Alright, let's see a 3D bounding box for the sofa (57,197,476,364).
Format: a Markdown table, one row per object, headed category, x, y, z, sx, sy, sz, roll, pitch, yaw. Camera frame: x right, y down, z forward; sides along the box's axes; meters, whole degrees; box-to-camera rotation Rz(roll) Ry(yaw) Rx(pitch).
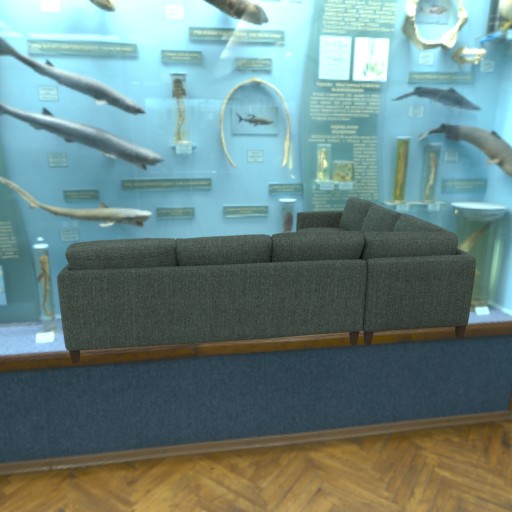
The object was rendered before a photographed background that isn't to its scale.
| category | x | y | z | sx | sy | sz | roll | pitch | yaw |
| --- | --- | --- | --- | --- | --- | --- | --- | --- | --- |
| sofa | 0.000 | 0.000 | 4.645 | 3.302 | 0.947 | 2.593 | -2 | 15 | -8 |
